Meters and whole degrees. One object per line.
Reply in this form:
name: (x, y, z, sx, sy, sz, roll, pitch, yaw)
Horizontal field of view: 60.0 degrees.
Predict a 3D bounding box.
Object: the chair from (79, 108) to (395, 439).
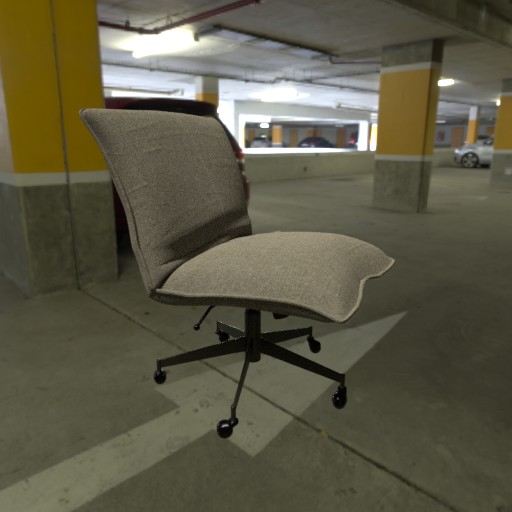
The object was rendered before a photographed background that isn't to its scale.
chair: (0.000, 0.000, 1.275, 0.696, 0.811, 0.597, 8, 16, 27)
